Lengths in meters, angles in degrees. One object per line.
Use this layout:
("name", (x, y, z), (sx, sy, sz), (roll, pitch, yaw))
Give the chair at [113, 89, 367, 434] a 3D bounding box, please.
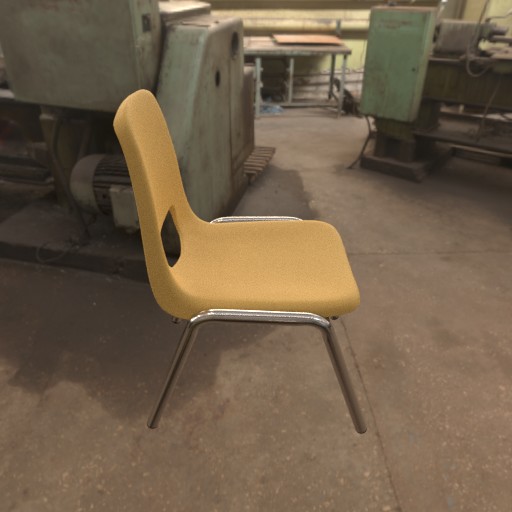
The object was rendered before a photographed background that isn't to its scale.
("chair", (0.000, 0.000, 0.837), (0.423, 0.586, 0.354), (0, 32, 0))
